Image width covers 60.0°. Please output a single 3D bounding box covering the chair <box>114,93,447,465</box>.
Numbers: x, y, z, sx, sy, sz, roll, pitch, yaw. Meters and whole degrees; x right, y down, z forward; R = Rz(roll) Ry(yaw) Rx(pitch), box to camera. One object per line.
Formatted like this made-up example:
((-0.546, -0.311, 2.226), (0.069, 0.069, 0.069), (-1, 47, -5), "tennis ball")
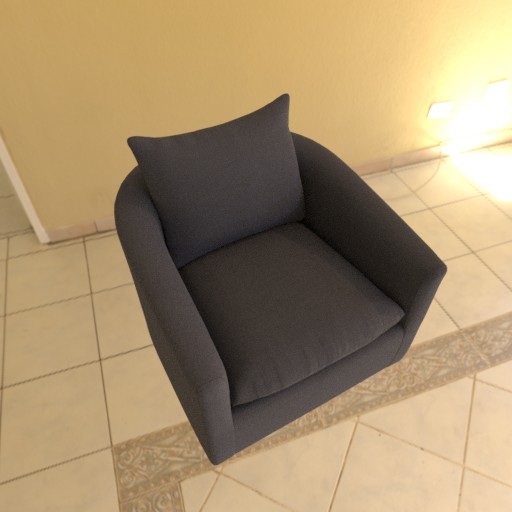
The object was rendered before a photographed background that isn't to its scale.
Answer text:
((0.000, 0.000, 1.563), (0.845, 0.848, 0.910), (-22, 49, -20), "chair")
